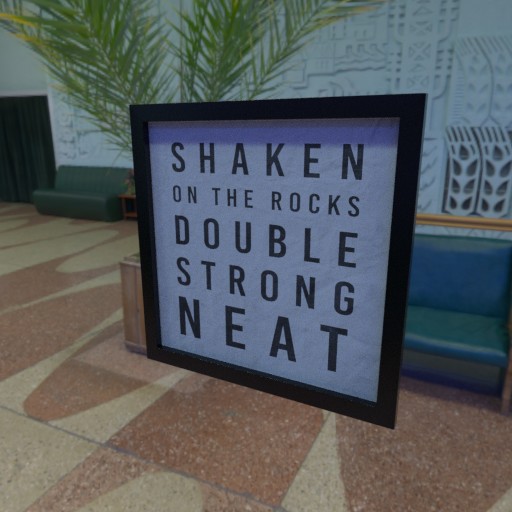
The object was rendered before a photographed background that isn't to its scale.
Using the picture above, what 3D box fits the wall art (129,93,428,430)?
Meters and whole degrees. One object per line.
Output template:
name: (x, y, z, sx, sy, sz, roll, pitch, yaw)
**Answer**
wall art: (0.000, 0.000, 0.525, 0.349, 0.349, 0.014, 8, 17, 27)
